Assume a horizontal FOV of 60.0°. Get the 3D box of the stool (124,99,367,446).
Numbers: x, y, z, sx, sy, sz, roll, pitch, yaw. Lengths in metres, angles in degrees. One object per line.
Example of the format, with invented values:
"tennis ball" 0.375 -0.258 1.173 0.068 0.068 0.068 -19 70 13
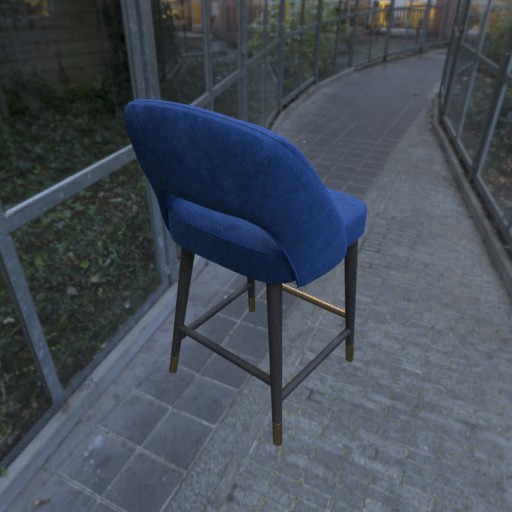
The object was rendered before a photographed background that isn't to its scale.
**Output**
"stool" 0.000 0.000 1.268 0.536 0.925 0.524 23 38 32
